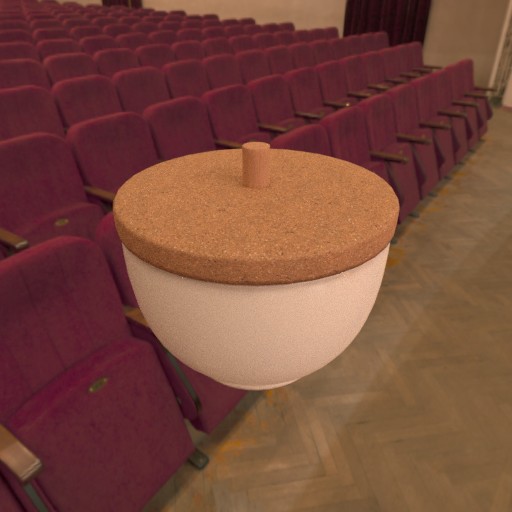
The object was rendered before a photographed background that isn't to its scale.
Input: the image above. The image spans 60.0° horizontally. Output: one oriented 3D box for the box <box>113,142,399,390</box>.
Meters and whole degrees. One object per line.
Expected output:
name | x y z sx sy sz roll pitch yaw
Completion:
box | 0.000 0.000 0.186 0.107 0.094 0.107 0 30 0
